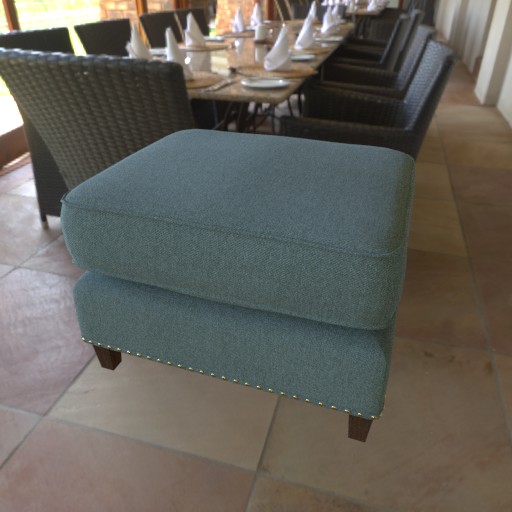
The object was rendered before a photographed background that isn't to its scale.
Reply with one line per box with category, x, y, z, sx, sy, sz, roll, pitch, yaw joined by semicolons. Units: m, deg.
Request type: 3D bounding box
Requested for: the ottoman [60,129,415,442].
ottoman;0.000;0.000;1.144;0.738;0.537;0.589;10;33;16
